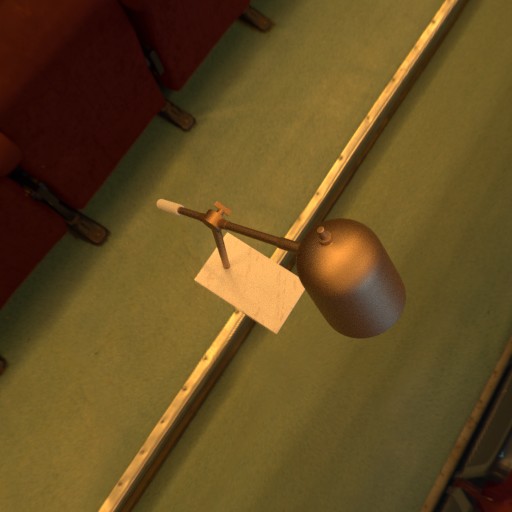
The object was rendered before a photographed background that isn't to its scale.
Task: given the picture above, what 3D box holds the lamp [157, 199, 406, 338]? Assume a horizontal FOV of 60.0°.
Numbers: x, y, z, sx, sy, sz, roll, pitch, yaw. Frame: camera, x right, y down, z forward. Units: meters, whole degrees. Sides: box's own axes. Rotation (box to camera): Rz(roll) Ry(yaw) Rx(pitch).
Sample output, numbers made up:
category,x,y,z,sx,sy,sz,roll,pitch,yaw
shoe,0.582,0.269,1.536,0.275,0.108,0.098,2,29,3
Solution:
category,x,y,z,sx,sy,sz,roll,pitch,yaw
lamp,0.000,0.000,0.803,0.471,0.603,0.144,32,78,8
